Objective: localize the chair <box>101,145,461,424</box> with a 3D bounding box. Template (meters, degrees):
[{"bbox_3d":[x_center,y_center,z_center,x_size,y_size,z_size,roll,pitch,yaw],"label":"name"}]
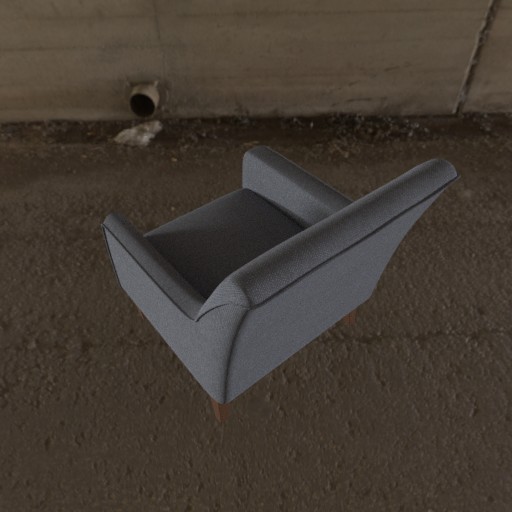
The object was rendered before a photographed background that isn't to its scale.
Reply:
[{"bbox_3d":[0.000,0.000,1.616,0.780,0.919,0.899,-30,52,-27],"label":"chair"}]
